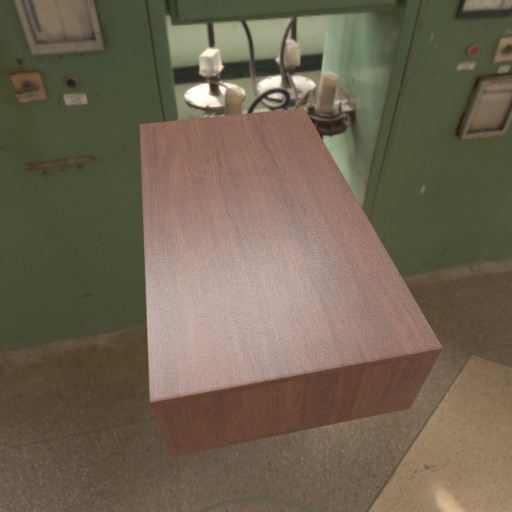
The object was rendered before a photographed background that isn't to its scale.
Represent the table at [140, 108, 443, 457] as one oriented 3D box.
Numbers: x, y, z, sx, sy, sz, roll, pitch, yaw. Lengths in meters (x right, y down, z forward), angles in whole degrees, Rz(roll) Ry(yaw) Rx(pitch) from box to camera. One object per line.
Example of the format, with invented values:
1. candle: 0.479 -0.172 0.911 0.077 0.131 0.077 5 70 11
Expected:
1. table: 0.000 0.000 1.333 0.600 0.380 1.020 -8 46 -8
